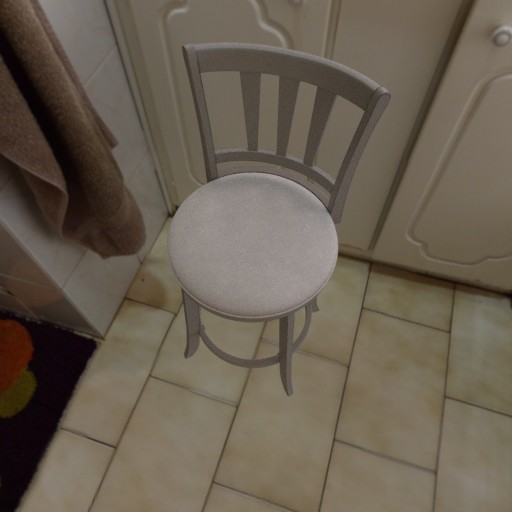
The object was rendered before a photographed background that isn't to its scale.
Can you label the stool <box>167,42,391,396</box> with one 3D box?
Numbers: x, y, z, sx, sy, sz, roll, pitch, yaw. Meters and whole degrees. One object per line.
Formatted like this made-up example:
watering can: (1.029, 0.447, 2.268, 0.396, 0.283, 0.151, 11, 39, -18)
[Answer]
stool: (0.000, 0.000, 1.245, 0.450, 0.994, 0.486, 17, 60, 10)
